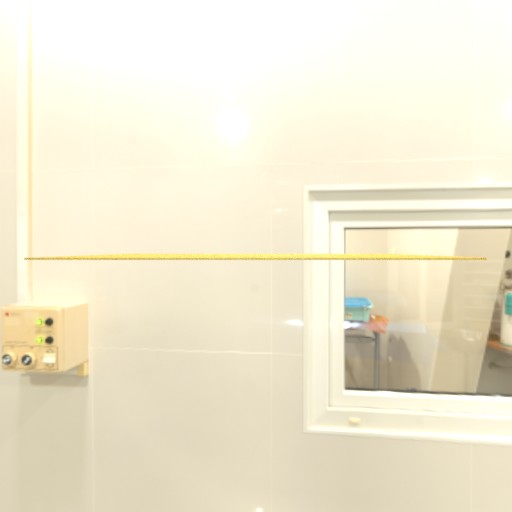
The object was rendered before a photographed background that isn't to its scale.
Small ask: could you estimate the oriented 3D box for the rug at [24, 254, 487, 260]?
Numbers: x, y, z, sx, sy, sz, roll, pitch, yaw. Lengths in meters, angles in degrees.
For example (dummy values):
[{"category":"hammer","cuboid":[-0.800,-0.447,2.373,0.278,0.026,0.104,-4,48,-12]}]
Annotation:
[{"category":"rug","cuboid":[0.000,0.000,4.347,3.242,0.015,2.486,0,1,0]}]
